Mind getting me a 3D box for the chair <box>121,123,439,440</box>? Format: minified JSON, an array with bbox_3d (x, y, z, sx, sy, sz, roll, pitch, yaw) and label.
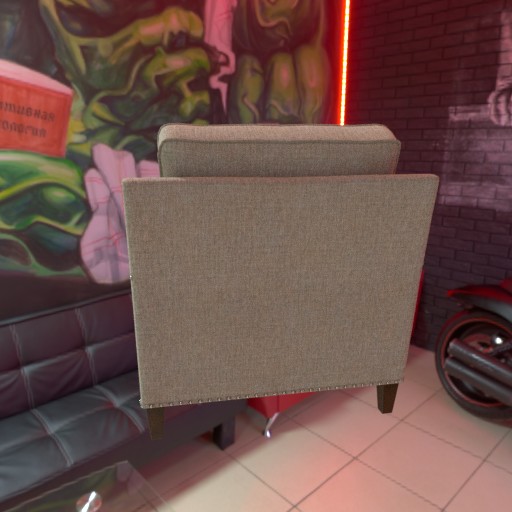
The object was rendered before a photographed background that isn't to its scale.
[{"bbox_3d":[0.000,0.000,1.695,0.853,0.943,1.014,-3,14,-10],"label":"chair"}]
